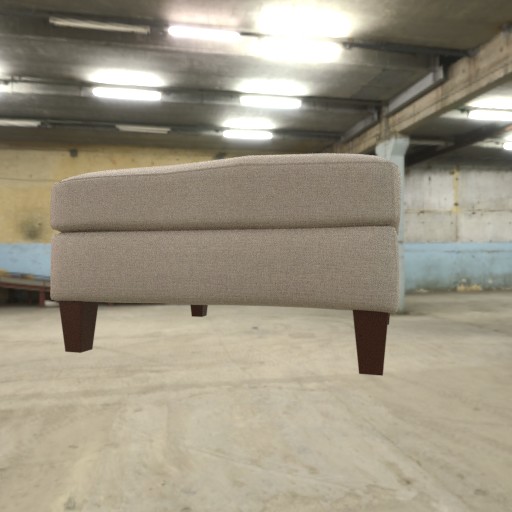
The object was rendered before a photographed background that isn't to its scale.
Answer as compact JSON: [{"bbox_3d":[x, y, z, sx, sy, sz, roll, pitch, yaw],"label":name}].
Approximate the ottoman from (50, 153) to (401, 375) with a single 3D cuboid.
[{"bbox_3d":[0.000,0.000,1.355,0.838,0.481,0.838,0,-1,17],"label":"ottoman"}]
